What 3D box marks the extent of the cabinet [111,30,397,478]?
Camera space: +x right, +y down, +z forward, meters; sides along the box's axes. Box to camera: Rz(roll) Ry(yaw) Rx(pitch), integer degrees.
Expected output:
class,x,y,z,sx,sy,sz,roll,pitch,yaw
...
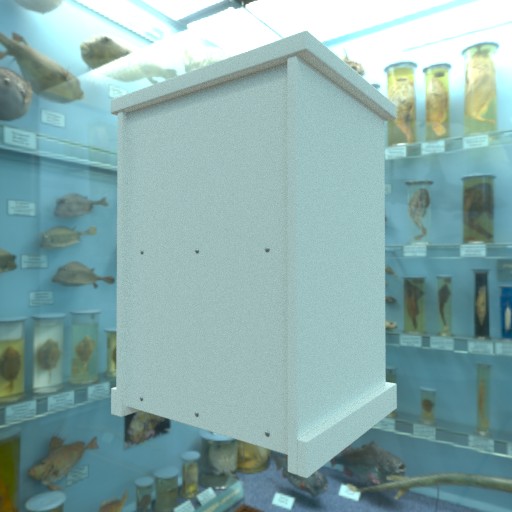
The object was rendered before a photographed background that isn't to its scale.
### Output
class,x,y,z,sx,sy,sz,roll,pitch,yaw
cabinet,0.000,0.000,1.036,0.520,0.723,0.431,-1,-1,36
